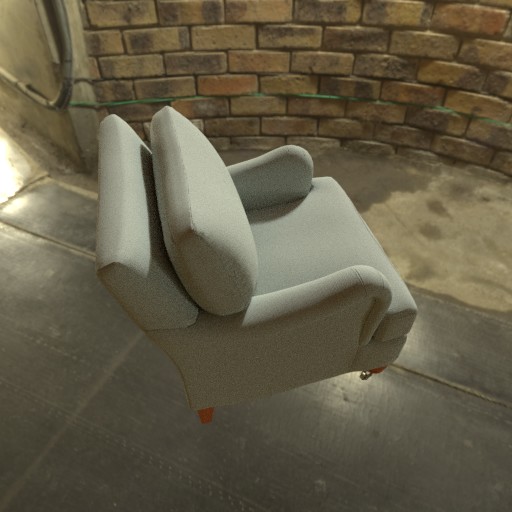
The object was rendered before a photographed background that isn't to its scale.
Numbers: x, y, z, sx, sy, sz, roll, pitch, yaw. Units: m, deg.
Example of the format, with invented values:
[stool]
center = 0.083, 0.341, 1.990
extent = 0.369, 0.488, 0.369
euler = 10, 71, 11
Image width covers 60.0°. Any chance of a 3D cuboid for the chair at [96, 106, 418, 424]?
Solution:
[chair]
center = 0.000, 0.000, 1.852
extent = 1.070, 1.038, 0.955
euler = -9, 45, -10
